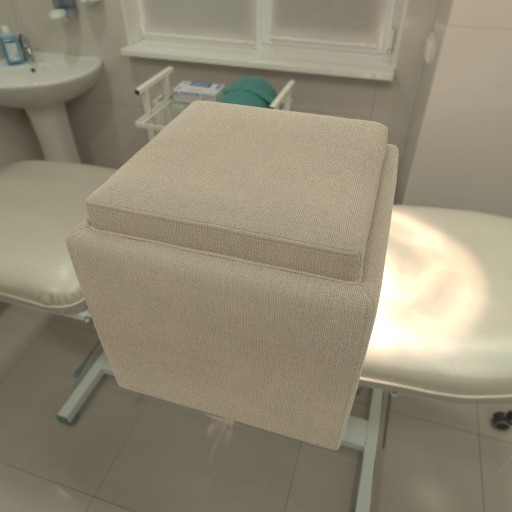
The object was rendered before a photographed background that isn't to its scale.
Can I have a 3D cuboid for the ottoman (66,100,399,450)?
[{"bbox_3d":[0.000,0.000,0.834,0.451,0.460,0.450,12,42,13],"label":"ottoman"}]
